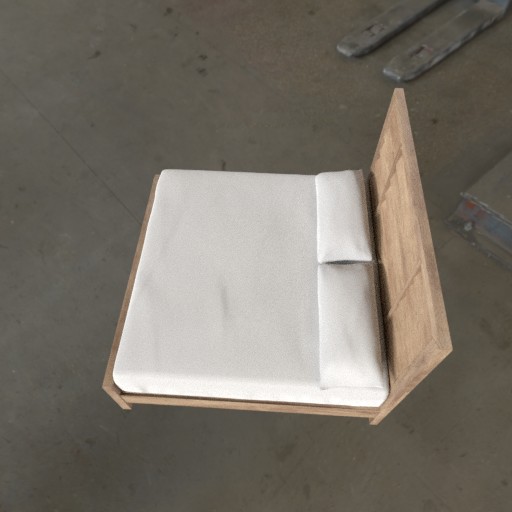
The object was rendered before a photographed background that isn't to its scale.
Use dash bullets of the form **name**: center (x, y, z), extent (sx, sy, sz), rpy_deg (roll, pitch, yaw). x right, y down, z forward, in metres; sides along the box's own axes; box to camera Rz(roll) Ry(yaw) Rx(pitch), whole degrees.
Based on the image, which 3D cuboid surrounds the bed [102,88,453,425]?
- **bed**: center (0.000, 0.000, 3.434), extent (2.062, 1.626, 2.032), rpy_deg (3, 57, 2)
